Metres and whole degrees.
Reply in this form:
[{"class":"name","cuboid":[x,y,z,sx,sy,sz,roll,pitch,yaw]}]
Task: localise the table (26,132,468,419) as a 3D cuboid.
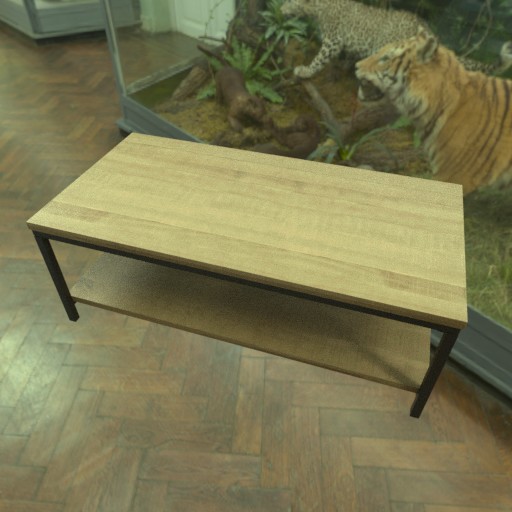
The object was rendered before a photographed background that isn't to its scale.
[{"class":"table","cuboid":[0.000,0.000,1.370,1.100,0.399,0.551,12,43,14]}]
